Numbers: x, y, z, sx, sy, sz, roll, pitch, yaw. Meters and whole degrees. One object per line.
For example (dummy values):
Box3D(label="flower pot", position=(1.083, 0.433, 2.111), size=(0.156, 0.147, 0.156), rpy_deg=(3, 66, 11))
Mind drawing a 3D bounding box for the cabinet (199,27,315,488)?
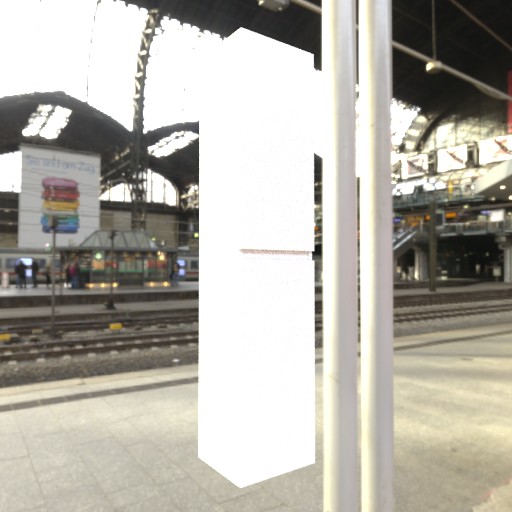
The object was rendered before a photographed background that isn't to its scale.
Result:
Box3D(label="cabinet", position=(0.000, 0.000, 1.542), size=(0.300, 1.400, 0.269), rpy_deg=(1, -2, -35))
